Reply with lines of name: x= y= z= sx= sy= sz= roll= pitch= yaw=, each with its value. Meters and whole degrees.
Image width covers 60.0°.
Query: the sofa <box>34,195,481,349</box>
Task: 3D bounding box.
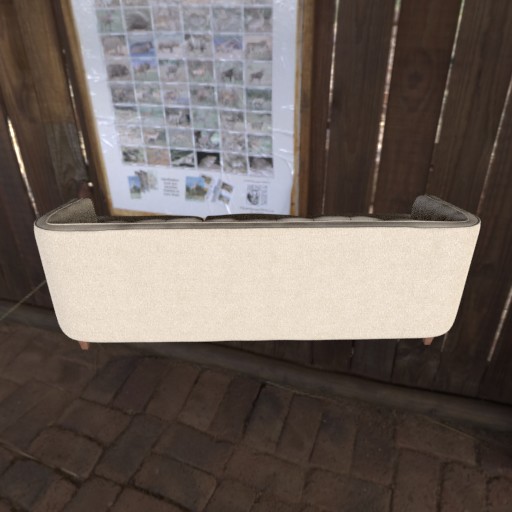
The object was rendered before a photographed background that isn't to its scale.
sofa: x=0.000 y=0.000 z=2.623 sx=2.235 sy=0.788 sz=0.913 roll=-1 pitch=29 yaw=-1
